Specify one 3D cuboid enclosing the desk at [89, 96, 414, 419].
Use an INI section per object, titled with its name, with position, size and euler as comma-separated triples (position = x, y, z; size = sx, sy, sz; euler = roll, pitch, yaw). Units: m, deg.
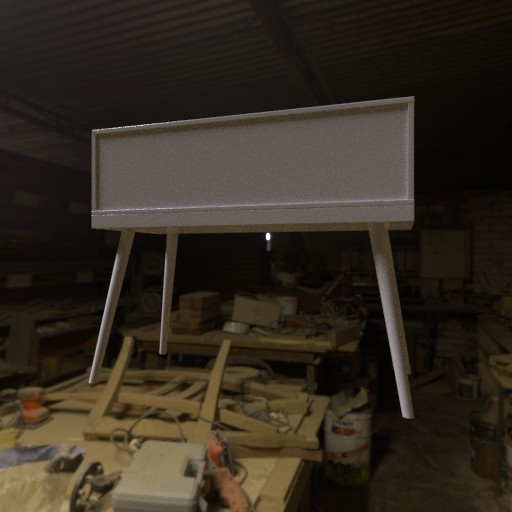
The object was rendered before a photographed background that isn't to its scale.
[desk]
position = 0.000, 0.000, 1.800
size = 1.199, 0.990, 0.559
euler = 0, 0, 18
